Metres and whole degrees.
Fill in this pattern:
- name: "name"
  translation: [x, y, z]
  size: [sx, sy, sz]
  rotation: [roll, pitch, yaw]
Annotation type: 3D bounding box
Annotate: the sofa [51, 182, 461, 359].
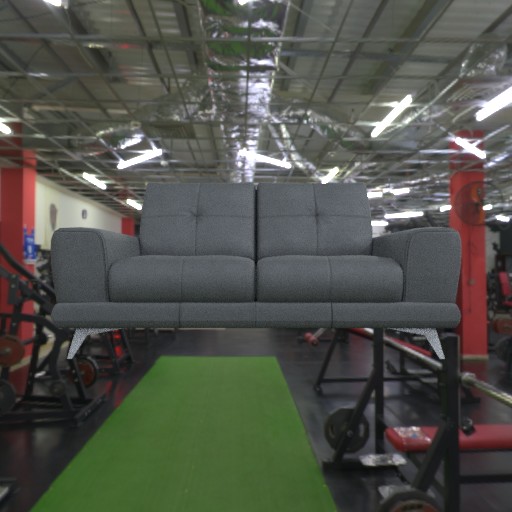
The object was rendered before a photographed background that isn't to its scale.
- name: "sofa"
  translation: [0.000, 0.000, 2.382]
  size: [1.806, 0.907, 1.018]
  rotation: [0, -1, 0]
